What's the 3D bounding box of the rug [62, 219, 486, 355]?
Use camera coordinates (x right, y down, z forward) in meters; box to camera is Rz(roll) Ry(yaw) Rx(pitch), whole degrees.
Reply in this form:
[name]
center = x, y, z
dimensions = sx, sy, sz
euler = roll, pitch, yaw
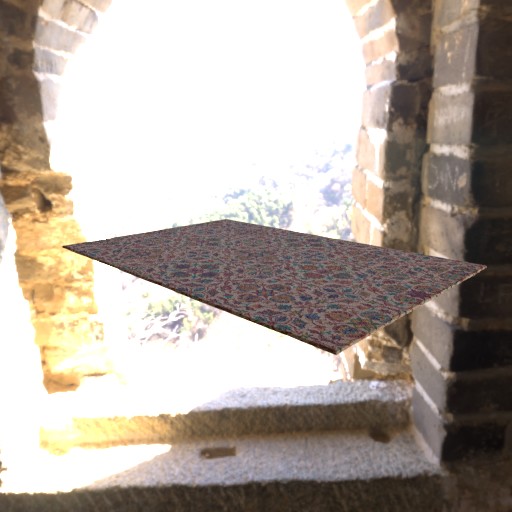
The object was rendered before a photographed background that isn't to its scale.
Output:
[rug]
center = 0.000, 0.000, 2.851
dimensions = 2.297, 0.018, 1.541
euler = 14, 20, 43
